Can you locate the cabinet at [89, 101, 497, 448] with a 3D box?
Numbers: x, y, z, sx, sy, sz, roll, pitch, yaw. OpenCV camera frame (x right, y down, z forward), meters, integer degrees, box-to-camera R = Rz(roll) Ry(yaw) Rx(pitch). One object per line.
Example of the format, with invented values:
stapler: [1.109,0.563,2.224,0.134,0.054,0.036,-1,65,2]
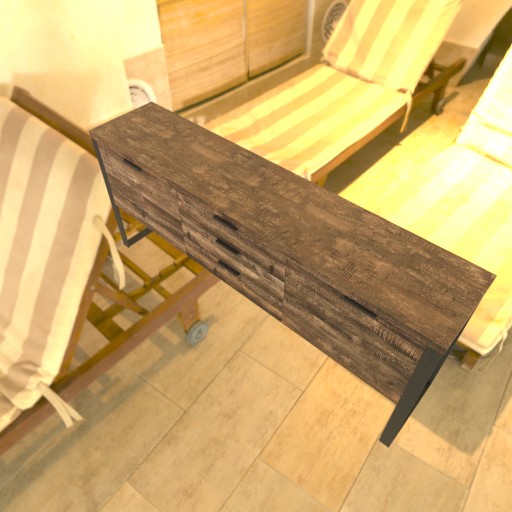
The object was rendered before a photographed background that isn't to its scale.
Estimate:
cabinet: [0.000,0.000,2.063,1.800,0.762,0.395,33,55,27]
